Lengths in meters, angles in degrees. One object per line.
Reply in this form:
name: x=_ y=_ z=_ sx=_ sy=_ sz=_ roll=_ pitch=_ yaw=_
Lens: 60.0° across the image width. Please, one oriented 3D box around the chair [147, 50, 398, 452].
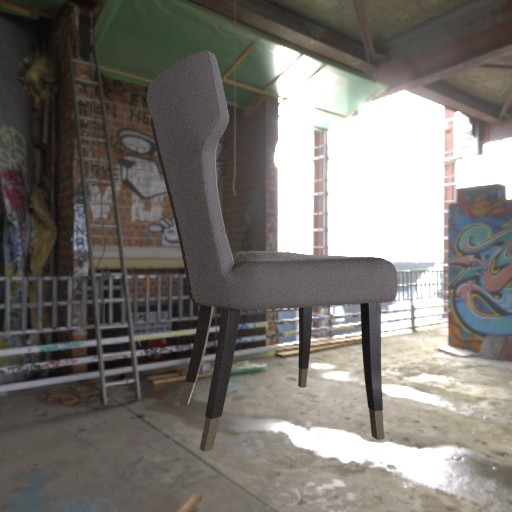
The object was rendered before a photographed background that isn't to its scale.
chair: x=0.000 y=0.000 z=1.312 sx=0.630 sy=0.950 sz=0.526 roll=0 pitch=-1 yaw=-18
